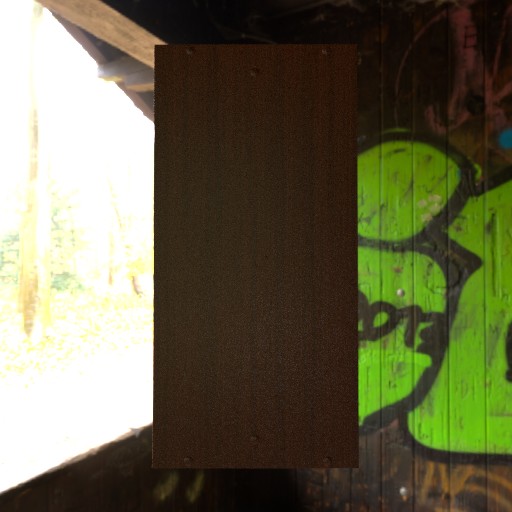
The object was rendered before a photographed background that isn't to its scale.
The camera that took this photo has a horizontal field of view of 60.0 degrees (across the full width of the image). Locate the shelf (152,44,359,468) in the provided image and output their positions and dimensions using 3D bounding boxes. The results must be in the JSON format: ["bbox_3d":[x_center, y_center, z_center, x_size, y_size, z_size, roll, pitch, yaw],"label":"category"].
[{"bbox_3d":[0.000,0.000,0.752,0.290,0.600,0.253,0,-1,0],"label":"shelf"}]
